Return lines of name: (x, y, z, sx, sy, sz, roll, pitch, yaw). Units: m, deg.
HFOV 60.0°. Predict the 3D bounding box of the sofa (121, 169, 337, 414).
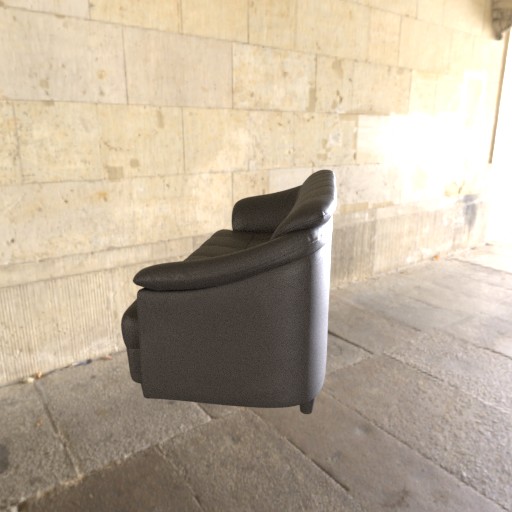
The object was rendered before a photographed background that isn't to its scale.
sofa: (0.000, 0.000, 2.341, 0.800, 0.811, 1.829, 2, 16, 9)
